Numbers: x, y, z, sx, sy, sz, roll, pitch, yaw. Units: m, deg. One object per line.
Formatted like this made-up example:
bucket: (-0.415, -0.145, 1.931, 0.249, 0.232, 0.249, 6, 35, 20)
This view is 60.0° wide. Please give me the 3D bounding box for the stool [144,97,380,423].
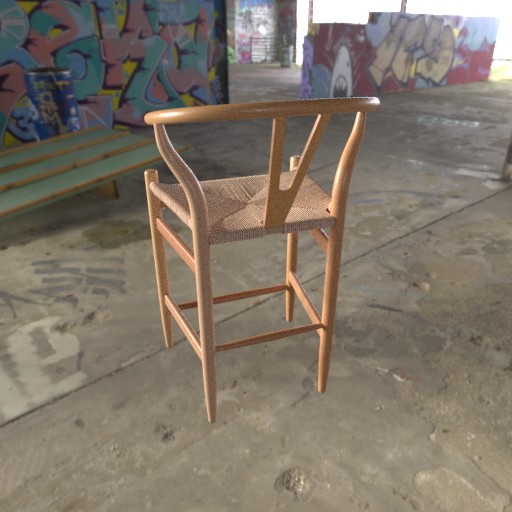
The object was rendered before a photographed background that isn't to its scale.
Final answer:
stool: (0.000, 0.000, 1.274, 0.536, 0.923, 0.575, -9, 28, -18)
